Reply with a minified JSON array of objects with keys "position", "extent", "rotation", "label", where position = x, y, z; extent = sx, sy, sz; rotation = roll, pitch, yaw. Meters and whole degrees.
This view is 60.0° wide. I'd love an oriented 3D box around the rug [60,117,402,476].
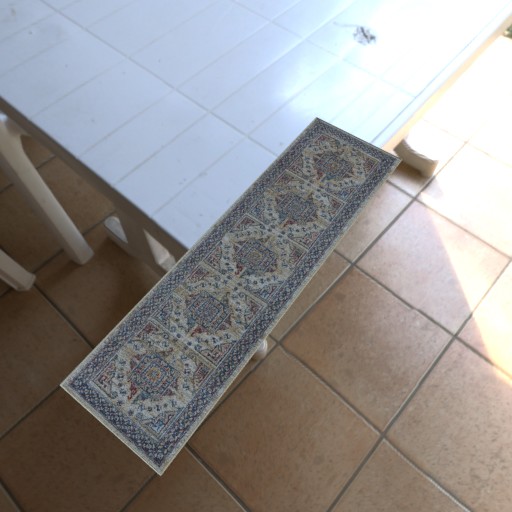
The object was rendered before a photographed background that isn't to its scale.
[{"position":[0.000,0.000,2.507],"extent":[0.661,0.013,2.297],"rotation":[33,65,18],"label":"rug"}]
